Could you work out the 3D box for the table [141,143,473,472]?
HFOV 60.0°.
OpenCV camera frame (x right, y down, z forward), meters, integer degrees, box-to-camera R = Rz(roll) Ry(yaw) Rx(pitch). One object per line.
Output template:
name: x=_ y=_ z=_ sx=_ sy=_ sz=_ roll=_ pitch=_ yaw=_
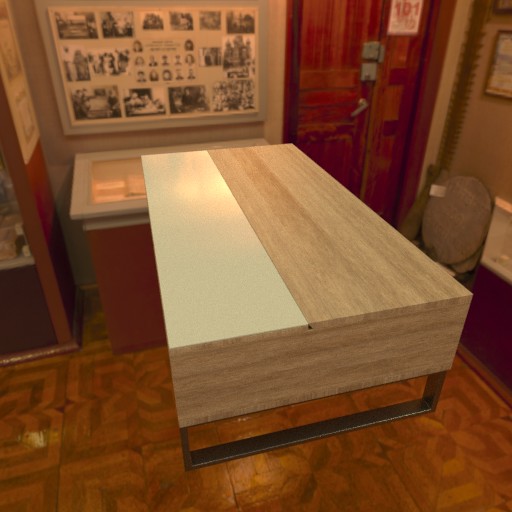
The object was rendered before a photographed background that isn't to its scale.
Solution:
table: x=0.000 y=0.000 z=1.362 sx=0.600 sy=0.350 sz=1.100 roll=-8 pitch=31 yaw=-13
